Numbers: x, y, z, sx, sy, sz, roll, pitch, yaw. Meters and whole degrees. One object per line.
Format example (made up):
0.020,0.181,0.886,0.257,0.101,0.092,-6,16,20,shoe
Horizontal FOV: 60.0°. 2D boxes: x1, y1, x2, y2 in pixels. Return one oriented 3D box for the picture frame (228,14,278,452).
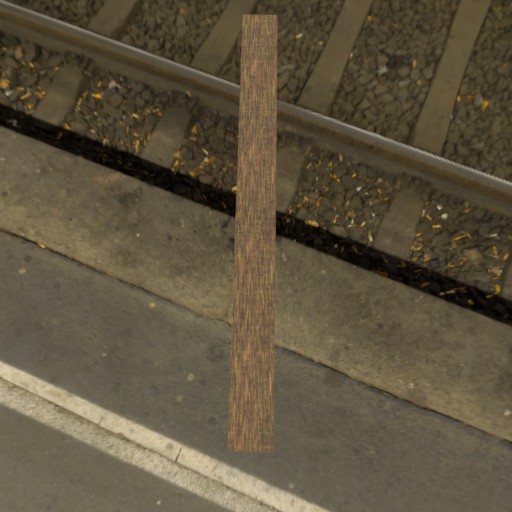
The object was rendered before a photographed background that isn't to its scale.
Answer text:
0.000,0.000,0.525,0.033,0.330,0.378,1,75,0,picture frame
